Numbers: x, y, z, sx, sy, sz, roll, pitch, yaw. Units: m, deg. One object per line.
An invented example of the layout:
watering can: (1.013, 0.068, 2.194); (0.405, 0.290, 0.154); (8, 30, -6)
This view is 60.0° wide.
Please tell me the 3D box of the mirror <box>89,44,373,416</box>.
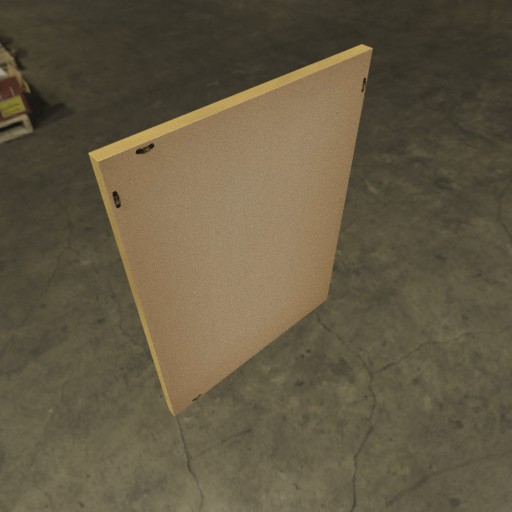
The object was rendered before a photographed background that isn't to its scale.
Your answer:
mirror: (0.000, 0.000, 1.320); (0.762, 1.016, 0.040); (-32, 54, -27)
